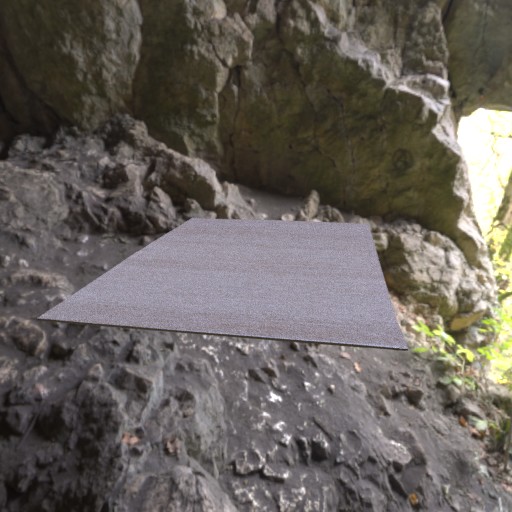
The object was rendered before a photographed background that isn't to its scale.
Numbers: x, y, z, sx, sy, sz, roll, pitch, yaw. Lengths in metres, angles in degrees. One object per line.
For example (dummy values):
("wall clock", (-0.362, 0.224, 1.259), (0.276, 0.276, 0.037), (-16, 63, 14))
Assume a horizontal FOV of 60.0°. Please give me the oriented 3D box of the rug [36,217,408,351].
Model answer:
("rug", (0.000, 0.000, 2.910), (1.596, 0.030, 2.283), (3, 17, 10))
